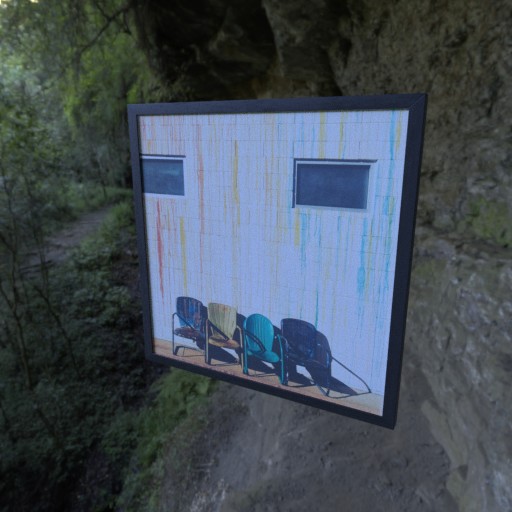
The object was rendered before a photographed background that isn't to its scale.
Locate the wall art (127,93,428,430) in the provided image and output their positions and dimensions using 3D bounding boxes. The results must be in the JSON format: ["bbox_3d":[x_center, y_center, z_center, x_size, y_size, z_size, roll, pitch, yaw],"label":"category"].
[{"bbox_3d":[0.000,0.000,1.147,0.763,0.763,0.039,8,17,26],"label":"wall art"}]
